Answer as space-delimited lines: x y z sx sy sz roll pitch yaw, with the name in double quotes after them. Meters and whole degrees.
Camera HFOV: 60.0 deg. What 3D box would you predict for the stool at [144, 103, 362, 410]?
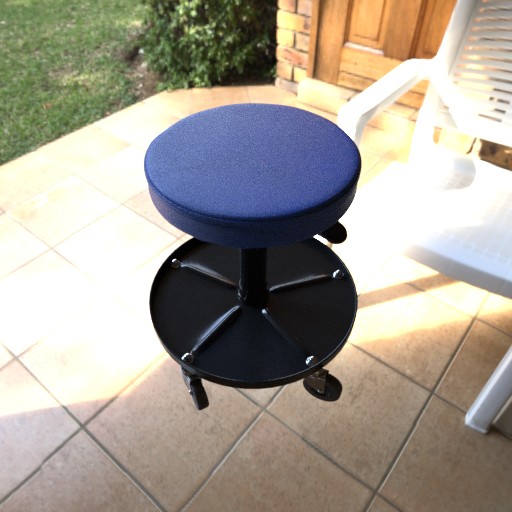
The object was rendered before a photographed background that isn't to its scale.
0.000 0.000 0.680 0.382 0.365 0.381 25 50 23 "stool"
